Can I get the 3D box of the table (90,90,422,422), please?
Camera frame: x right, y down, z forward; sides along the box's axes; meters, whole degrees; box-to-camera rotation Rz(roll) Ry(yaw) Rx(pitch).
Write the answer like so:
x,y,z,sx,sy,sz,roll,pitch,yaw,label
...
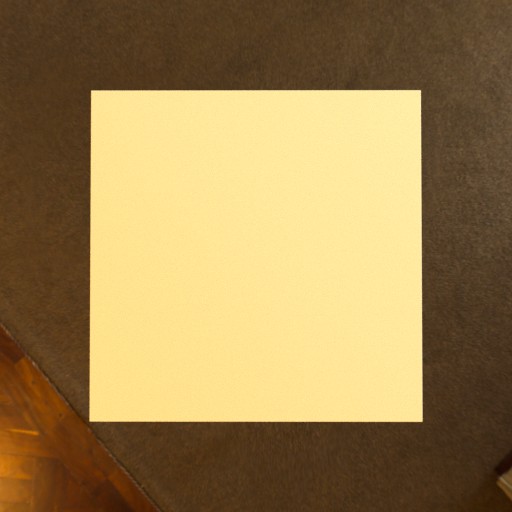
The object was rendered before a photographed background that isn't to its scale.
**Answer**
x,y,z,sx,sy,sz,roll,pitch,yaw,label
0.000,0.000,1.343,0.890,0.305,0.890,0,89,0,table
